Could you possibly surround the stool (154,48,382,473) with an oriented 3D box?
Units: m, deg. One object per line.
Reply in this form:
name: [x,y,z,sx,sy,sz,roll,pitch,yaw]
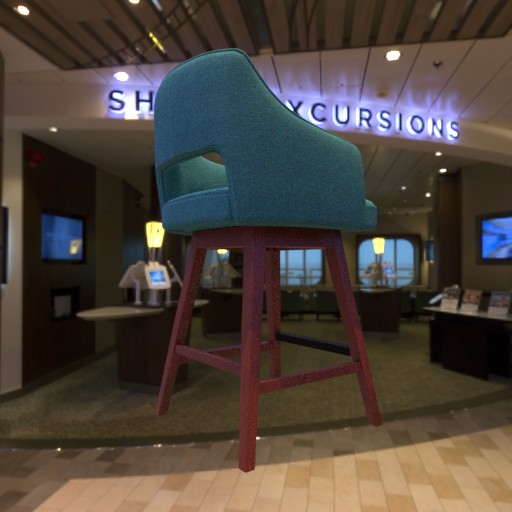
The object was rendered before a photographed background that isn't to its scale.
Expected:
stool: [0.000,0.000,1.289,0.556,0.961,0.548,1,-1,-37]
